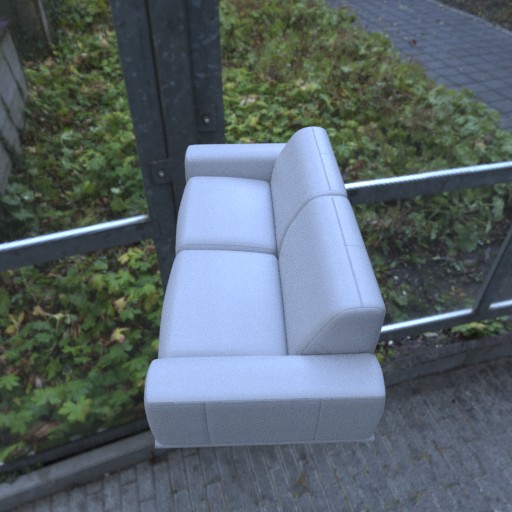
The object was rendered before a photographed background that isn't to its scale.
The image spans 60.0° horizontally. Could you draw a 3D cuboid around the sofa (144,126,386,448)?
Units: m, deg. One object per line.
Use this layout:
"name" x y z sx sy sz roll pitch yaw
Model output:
"sofa" 0.000 0.000 2.344 0.900 0.772 1.901 -1 42 -1
